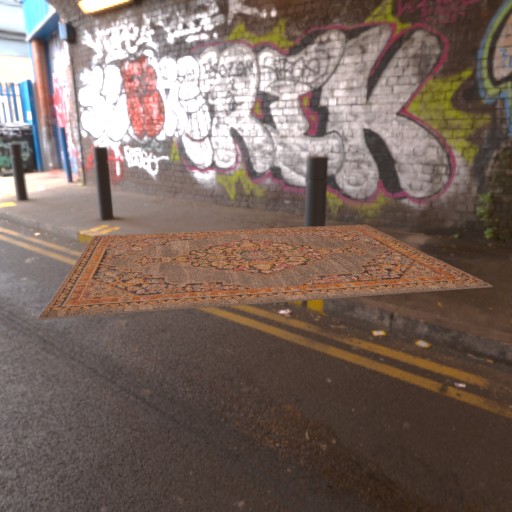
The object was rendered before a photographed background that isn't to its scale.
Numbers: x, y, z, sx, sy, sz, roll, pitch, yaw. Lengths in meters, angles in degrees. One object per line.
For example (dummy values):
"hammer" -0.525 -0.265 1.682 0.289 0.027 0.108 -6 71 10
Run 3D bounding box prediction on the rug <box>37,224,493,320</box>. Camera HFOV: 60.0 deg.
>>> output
"rug" 0.000 0.000 3.710 2.901 0.026 2.043 -3 16 -10
